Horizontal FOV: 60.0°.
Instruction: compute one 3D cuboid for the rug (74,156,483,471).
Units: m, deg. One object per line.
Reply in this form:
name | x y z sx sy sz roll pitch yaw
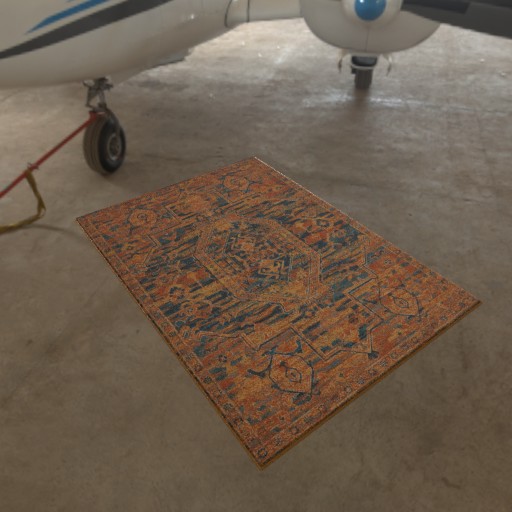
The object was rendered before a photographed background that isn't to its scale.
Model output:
rug | 0.000 0.000 2.837 1.588 0.024 2.204 -25 46 -27
